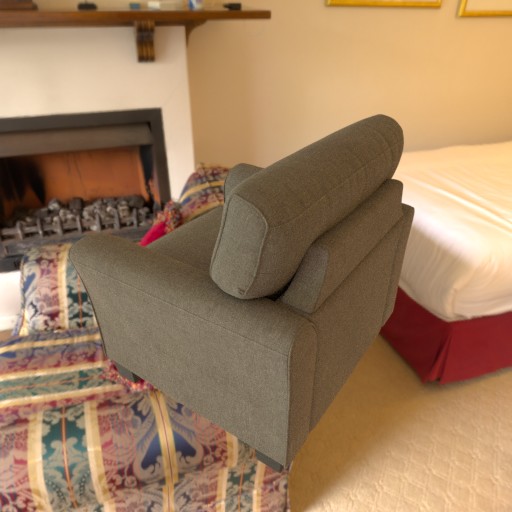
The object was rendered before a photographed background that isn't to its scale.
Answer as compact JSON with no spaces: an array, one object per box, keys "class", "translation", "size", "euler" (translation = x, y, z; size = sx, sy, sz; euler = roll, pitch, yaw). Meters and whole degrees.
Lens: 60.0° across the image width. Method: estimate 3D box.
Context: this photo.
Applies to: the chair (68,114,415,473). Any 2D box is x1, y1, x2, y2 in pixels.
[{"class":"chair","translation":[0.000,0.000,1.567],"size":[0.816,0.890,0.941],"euler":[19,36,29]}]
